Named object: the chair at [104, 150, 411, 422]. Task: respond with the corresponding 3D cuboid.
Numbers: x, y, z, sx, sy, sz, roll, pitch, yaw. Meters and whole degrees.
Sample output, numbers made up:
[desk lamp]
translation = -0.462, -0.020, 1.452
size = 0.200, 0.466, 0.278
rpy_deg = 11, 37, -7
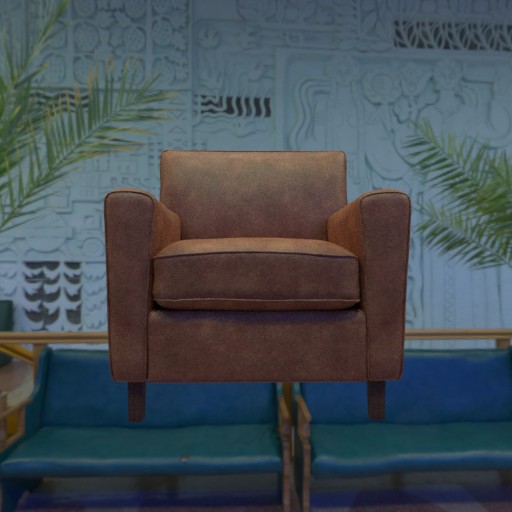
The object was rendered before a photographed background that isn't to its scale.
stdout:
[chair]
translation = 0.000, 0.000, 1.611
size = 0.870, 0.943, 0.823
rpy_deg = 0, 0, -1
